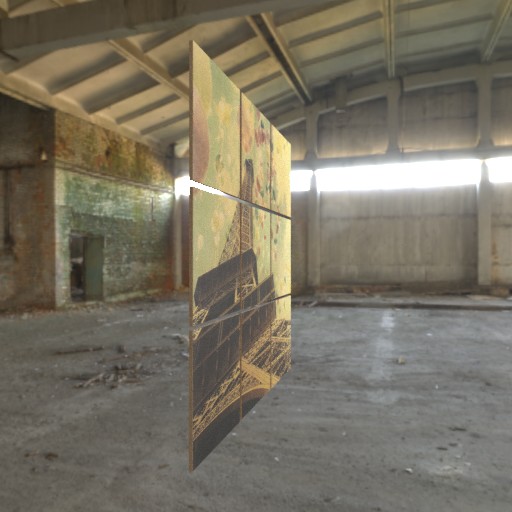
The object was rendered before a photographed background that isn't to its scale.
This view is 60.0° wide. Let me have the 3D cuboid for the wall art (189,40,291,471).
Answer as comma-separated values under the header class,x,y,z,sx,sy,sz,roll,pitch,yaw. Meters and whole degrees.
class,x,y,z,sx,sy,sz,roll,pitch,yaw
wall art,0.000,0.000,1.833,0.013,1.218,1.219,0,0,18
